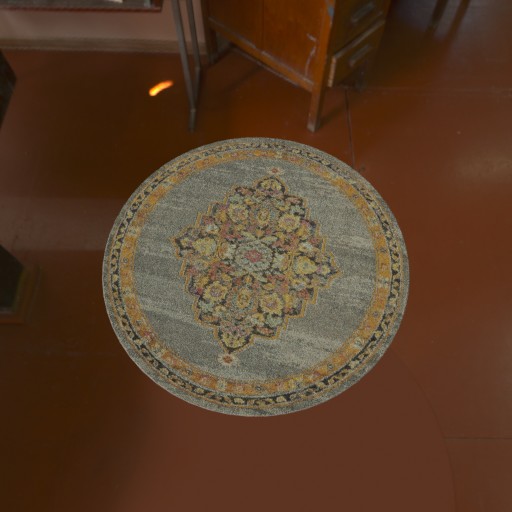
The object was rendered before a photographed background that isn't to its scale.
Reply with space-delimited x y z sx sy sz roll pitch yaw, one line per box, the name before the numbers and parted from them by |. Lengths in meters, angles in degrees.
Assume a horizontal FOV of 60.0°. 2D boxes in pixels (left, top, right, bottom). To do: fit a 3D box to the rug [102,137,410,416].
rug | 0.000 0.000 2.333 1.598 0.010 1.598 0 64 0
